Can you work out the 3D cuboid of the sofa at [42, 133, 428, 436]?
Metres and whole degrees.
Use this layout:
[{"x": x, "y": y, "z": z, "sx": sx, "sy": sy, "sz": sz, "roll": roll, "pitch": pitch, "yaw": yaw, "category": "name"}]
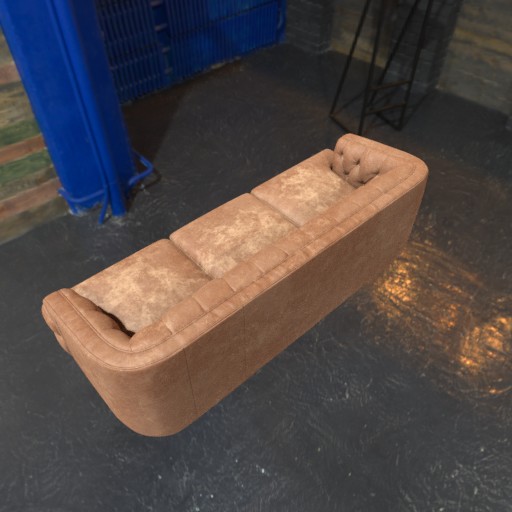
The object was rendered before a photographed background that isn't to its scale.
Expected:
[{"x": 0.000, "y": 0.000, "z": 2.629, "sx": 2.257, "sy": 0.791, "sz": 0.922, "roll": -33, "pitch": 54, "yaw": -27, "category": "sofa"}]
